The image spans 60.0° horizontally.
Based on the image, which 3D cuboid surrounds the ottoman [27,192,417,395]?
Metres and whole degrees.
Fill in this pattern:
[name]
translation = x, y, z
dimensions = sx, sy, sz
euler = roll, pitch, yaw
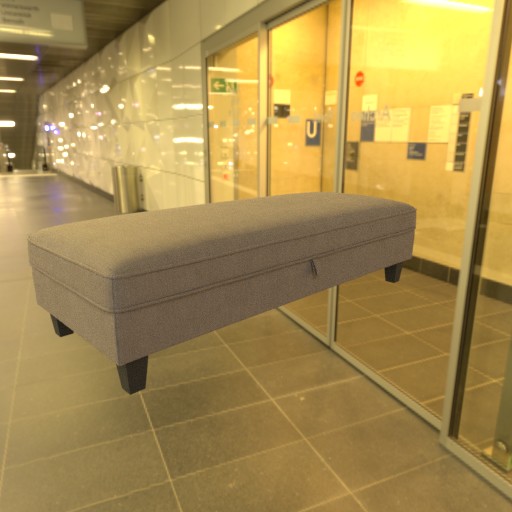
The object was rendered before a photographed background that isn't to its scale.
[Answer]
[ottoman]
translation = 0.000, 0.000, 2.054
dimensions = 1.764, 0.470, 0.751
euler = -14, 20, -42
